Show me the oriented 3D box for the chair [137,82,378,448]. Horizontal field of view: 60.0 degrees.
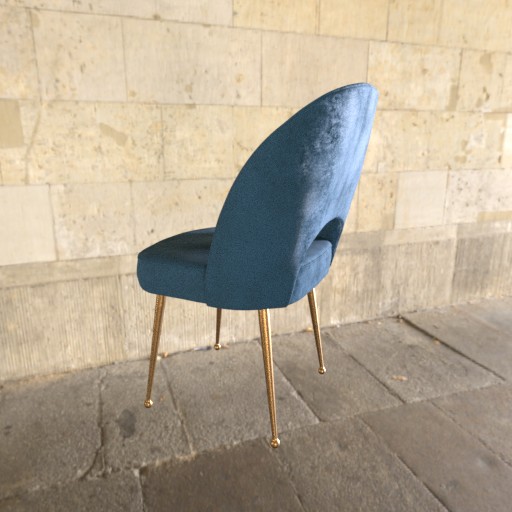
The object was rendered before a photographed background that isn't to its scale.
[{"bbox_3d":[0.000,0.000,1.220,0.577,0.860,0.527,7,17,24],"label":"chair"}]
